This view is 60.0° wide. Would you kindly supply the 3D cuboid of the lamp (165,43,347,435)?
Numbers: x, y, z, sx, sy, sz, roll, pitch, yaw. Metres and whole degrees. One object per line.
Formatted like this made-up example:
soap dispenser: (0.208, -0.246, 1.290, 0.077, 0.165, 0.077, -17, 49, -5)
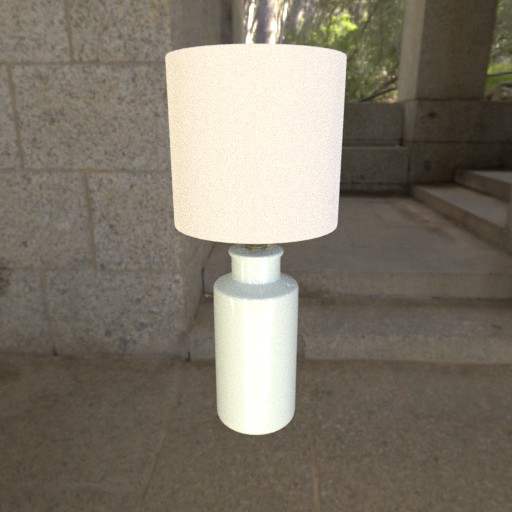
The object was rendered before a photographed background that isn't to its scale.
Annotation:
lamp: (0.000, 0.000, 0.600, 0.212, 0.493, 0.212, -8, 19, -25)
